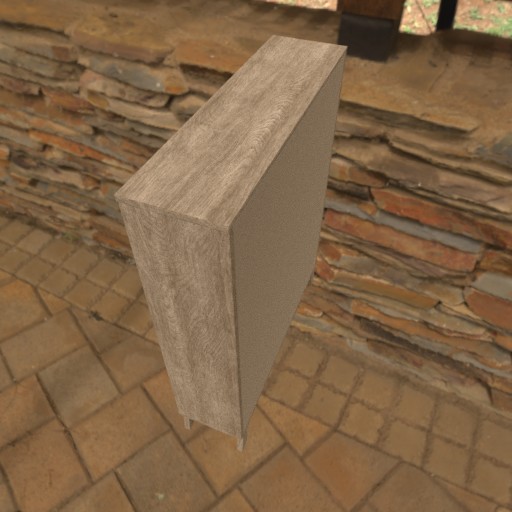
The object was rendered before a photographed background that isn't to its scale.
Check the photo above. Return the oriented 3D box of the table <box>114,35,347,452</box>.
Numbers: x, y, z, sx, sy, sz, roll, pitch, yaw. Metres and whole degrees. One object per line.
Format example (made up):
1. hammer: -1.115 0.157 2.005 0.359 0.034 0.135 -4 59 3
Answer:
1. table: 0.000 0.000 1.550 0.256 1.135 0.902 16 49 15
